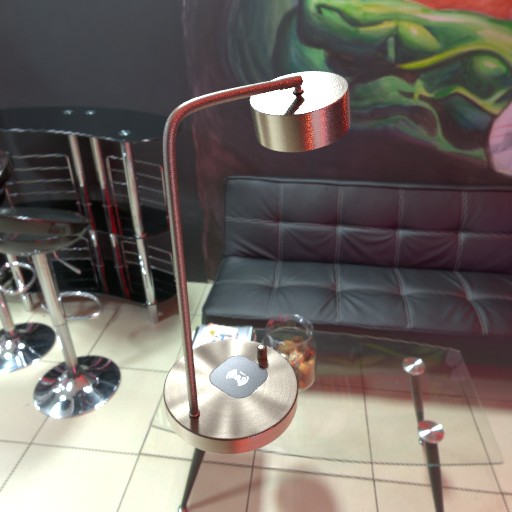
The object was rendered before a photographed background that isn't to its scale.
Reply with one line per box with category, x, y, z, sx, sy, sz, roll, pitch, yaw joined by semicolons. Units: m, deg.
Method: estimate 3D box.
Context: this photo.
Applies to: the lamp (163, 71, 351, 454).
lamp;0.000;0.000;0.638;0.211;0.469;0.334;22;37;34
